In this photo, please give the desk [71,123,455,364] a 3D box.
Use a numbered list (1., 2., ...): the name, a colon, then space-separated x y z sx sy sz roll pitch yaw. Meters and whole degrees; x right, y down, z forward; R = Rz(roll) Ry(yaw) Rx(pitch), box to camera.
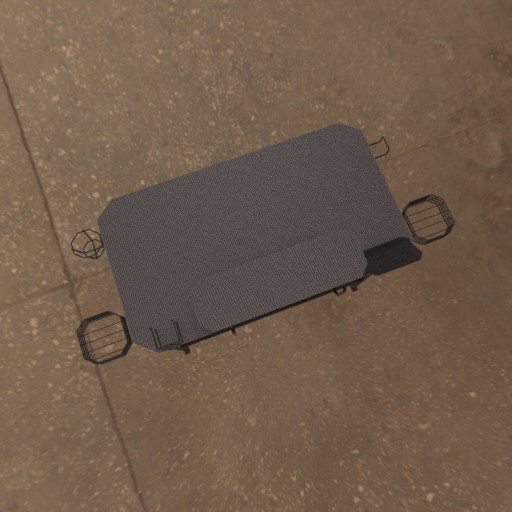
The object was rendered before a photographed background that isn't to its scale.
1. desk: 0.000 0.000 1.753 1.290 0.880 0.580 -20 77 -5
